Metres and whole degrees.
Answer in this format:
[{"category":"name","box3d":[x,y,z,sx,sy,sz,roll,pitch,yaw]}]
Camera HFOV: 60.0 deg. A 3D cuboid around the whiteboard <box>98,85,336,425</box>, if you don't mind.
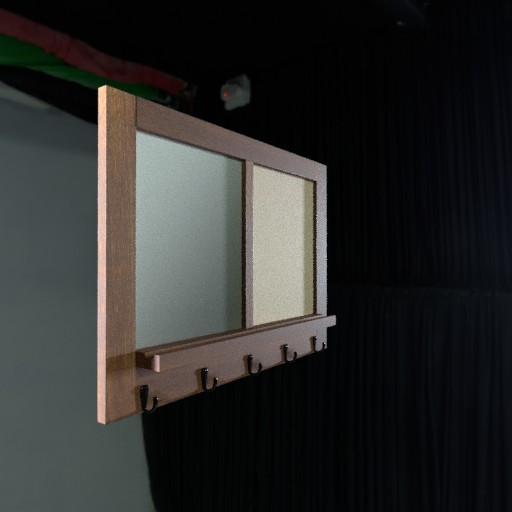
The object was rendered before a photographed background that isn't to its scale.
[{"category":"whiteboard","box3d":[0.000,0.000,1.032,0.083,0.559,0.783,0,-1,36]}]
